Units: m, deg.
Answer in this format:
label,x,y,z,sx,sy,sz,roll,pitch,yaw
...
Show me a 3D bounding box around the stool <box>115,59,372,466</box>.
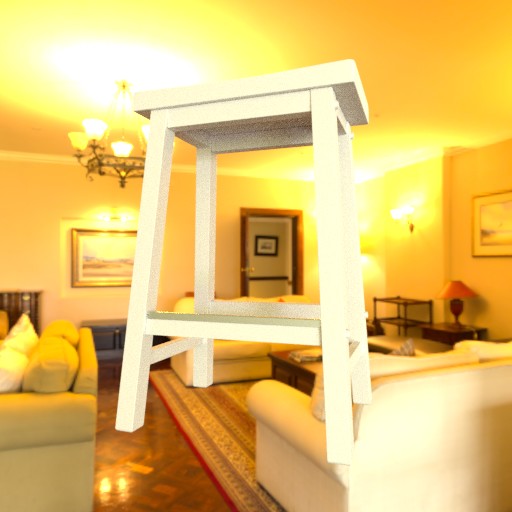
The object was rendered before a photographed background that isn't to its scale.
label,x,y,z,sx,sy,sz,roll,pitch,yaw
stool,0.000,0.000,0.858,0.406,0.610,0.322,0,-1,20
